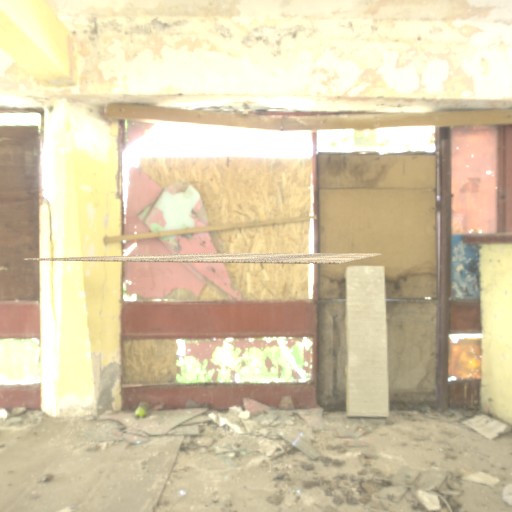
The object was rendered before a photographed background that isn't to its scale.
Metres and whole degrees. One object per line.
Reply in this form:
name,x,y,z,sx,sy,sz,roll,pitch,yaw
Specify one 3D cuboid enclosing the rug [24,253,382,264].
rug,0.000,0.000,3.072,1.549,0.010,2.464,0,1,19
